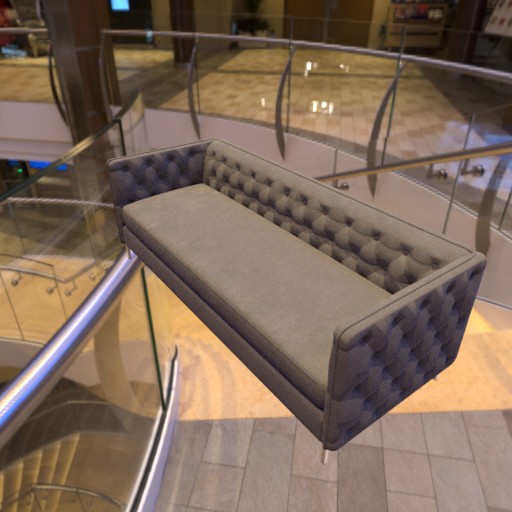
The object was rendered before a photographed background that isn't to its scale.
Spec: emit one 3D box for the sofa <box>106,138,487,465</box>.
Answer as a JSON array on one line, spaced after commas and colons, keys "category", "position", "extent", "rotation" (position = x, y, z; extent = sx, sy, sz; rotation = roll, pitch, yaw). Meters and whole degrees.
[{"category": "sofa", "position": [0.000, 0.000, 2.595], "extent": [0.895, 0.771, 2.209], "rotation": [-21, 37, -31]}]
